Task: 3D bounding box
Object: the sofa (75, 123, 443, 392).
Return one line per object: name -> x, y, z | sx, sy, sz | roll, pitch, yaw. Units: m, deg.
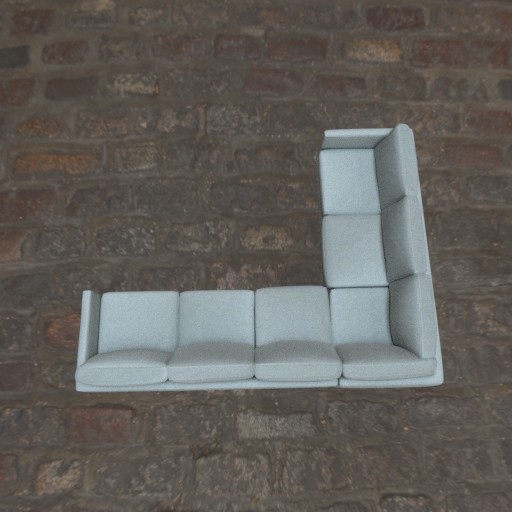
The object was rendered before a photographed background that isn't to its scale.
sofa -> 0.000, 0.000, 4.461 | 3.301, 0.947, 2.592 | -1, 75, 0
